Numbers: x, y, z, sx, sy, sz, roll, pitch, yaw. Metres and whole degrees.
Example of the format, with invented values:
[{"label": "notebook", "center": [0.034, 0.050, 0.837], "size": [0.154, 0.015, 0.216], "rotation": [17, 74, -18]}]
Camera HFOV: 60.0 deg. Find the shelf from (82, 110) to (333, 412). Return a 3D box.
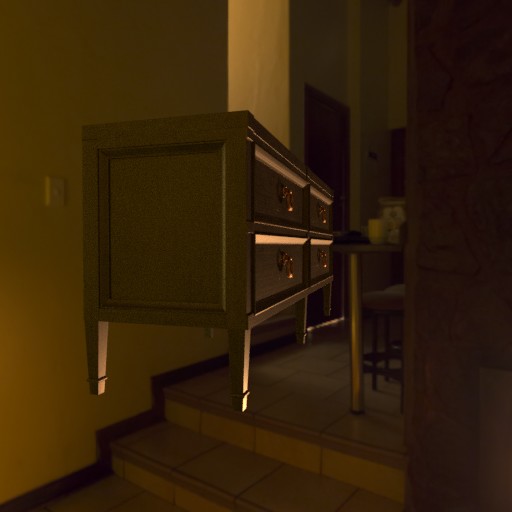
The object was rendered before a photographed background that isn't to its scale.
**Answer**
[{"label": "shelf", "center": [0.000, 0.000, 1.859], "size": [0.479, 0.719, 1.575], "rotation": [0, 1, 17]}]
